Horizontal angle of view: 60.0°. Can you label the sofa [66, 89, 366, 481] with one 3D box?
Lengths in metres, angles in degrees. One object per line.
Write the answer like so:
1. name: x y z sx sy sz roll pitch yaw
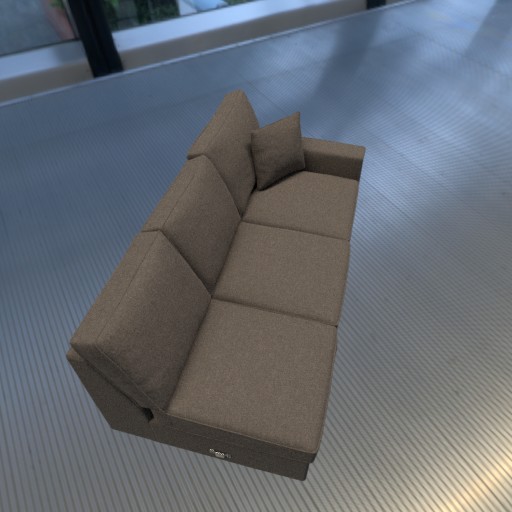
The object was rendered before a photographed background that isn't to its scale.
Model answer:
1. sofa: 0.000 0.000 2.462 1.034 0.946 1.963 11 48 10
